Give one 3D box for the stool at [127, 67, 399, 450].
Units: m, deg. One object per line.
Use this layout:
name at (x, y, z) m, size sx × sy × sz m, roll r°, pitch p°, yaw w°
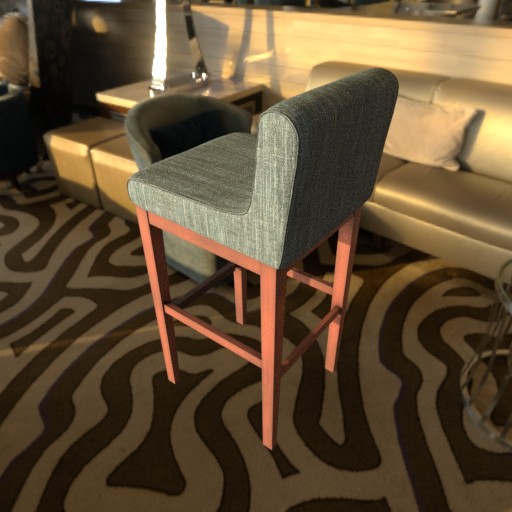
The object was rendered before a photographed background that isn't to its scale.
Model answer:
stool at (0.000, 0.000, 1.218) m, size 0.499 × 0.965 × 0.426 m, roll 23°, pitch 40°, yaw 30°
